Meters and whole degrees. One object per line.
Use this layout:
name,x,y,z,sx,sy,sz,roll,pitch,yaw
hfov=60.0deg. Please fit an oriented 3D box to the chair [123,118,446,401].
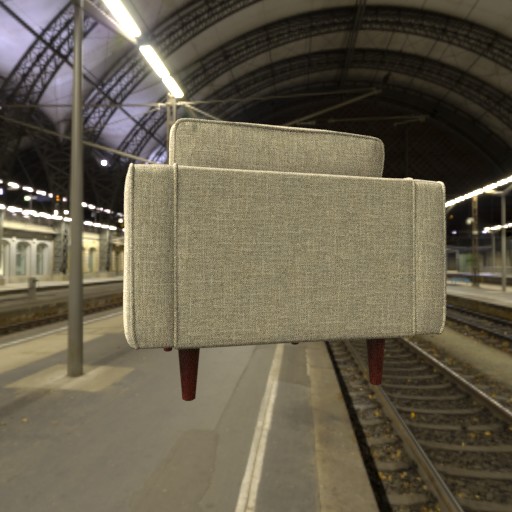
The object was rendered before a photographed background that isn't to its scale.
chair,0.000,0.000,1.558,0.889,0.765,0.914,0,-1,-16
